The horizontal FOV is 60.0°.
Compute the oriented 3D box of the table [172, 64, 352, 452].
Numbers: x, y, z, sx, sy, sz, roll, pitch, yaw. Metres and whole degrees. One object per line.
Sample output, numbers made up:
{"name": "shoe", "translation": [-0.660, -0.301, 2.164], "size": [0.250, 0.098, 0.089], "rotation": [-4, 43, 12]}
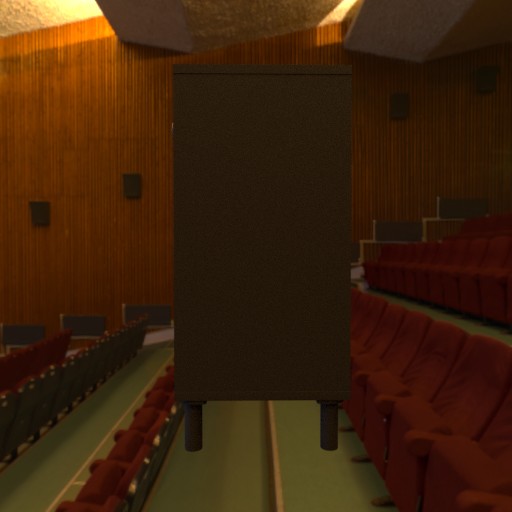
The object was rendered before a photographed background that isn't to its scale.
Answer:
{"name": "table", "translation": [0.000, 0.000, 1.570], "size": [0.400, 0.855, 1.200], "rotation": [0, 1, -1]}
